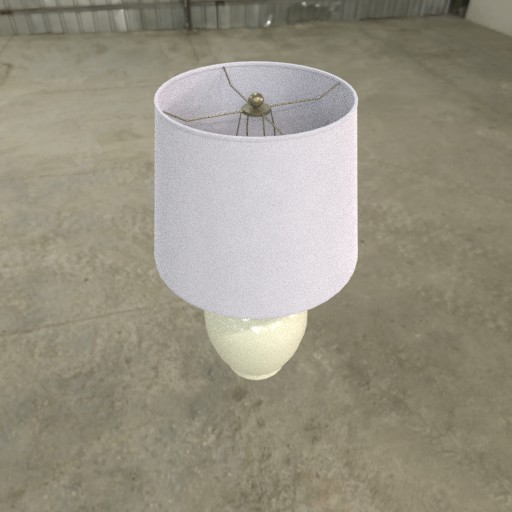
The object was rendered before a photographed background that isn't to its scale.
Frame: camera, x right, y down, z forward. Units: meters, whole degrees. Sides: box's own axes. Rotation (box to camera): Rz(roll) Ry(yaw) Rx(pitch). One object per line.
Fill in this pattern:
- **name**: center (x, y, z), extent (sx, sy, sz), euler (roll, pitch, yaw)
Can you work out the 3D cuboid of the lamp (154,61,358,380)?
- **lamp**: center (0.000, 0.000, 0.543), extent (0.239, 0.399, 0.239), euler (0, 41, 0)
